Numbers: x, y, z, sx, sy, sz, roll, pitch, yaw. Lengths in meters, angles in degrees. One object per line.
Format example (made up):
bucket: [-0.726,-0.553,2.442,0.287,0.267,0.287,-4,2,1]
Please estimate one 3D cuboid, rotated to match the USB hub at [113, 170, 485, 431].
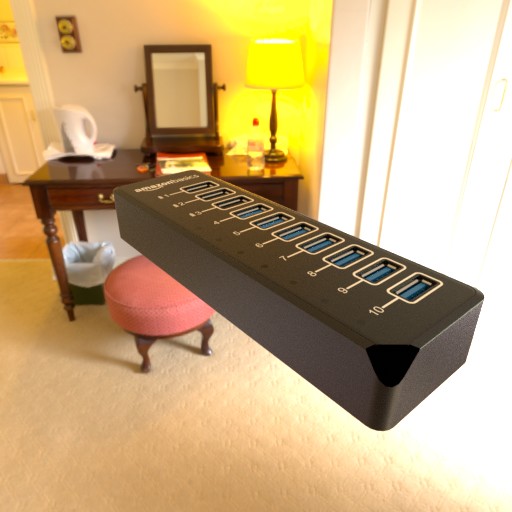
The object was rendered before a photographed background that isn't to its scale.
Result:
USB hub: [0.000,0.000,0.161,0.044,0.023,0.145,-22,35,-35]
